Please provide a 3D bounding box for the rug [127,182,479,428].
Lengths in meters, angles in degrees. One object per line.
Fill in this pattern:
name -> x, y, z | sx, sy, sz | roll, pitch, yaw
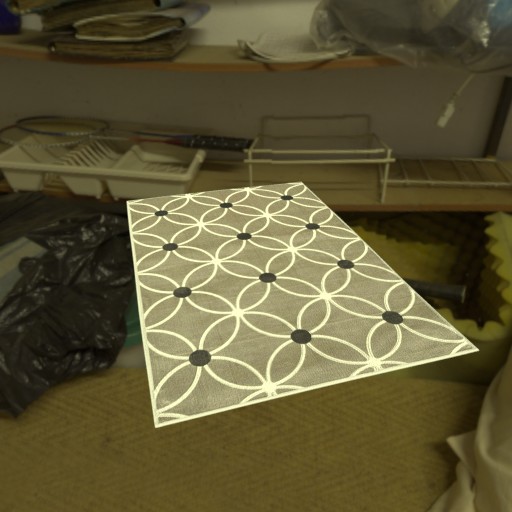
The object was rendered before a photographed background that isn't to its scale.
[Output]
rug -> 0.000, 0.000, 2.846 | 1.522, 0.008, 2.284 | -9, 32, -14
